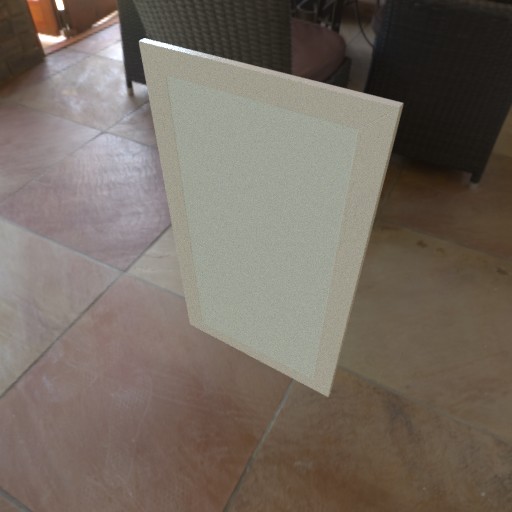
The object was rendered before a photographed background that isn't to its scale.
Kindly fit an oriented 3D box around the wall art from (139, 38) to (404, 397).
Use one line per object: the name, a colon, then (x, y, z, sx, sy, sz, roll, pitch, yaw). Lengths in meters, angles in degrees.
wall art: (0.000, 0.000, 0.808, 0.380, 0.683, 0.013, 23, 50, 21)
